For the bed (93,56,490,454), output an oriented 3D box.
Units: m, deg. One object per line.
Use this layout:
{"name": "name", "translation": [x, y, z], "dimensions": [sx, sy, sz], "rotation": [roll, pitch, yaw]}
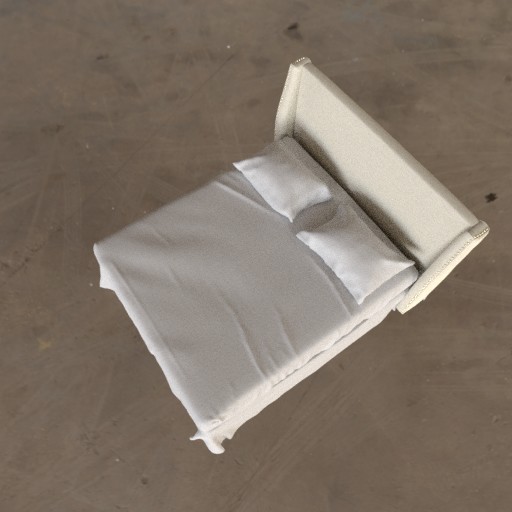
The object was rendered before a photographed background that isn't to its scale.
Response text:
{"name": "bed", "translation": [0.000, 0.000, 3.393], "dimensions": [2.276, 1.332, 1.925], "rotation": [-32, 68, -15]}
